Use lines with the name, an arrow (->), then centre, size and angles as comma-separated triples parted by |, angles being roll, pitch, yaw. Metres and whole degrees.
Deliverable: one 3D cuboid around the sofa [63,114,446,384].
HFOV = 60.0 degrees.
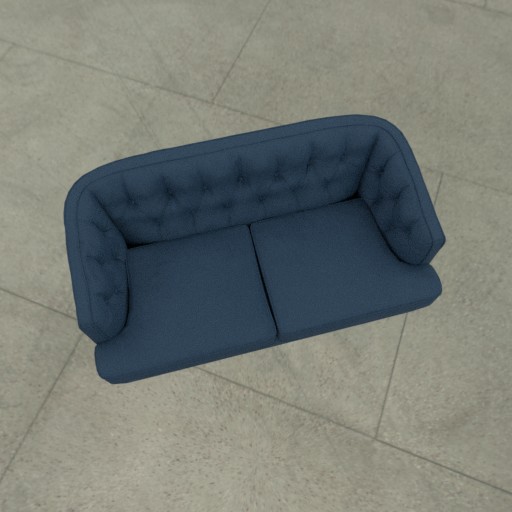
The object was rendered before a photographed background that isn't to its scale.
sofa -> 0.000, 0.000, 2.330 | 1.733, 0.854, 0.941 | -13, 66, -6
